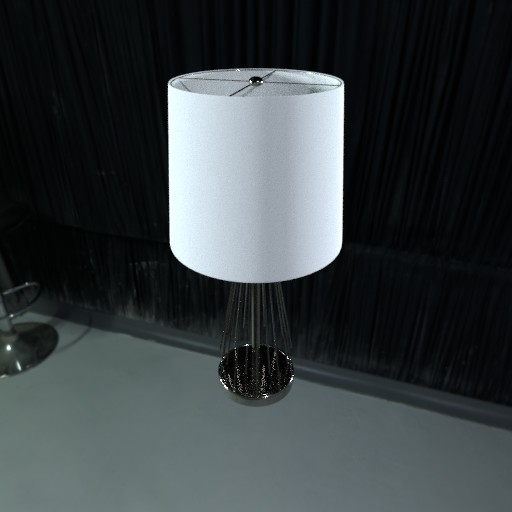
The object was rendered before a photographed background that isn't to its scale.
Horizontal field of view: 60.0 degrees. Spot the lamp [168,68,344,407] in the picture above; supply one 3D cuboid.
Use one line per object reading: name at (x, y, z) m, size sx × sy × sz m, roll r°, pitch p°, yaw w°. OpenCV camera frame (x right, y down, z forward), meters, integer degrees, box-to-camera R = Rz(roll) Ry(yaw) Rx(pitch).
lamp at (0.000, 0.000, 0.814) m, size 0.303 × 0.618 × 0.303 m, roll 0°, pitch 30°, yaw 0°
